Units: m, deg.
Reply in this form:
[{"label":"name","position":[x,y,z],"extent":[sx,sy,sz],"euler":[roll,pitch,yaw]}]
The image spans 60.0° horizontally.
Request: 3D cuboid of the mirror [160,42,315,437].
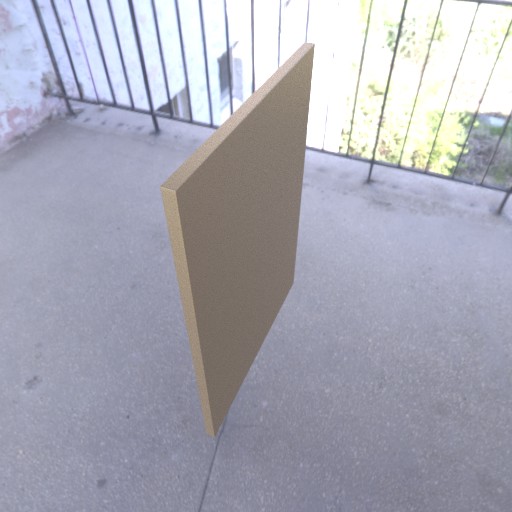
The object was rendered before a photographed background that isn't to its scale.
[{"label":"mirror","position":[0.000,0.000,1.375],"extent":[0.032,1.023,0.756],"euler":[17,48,17]}]
